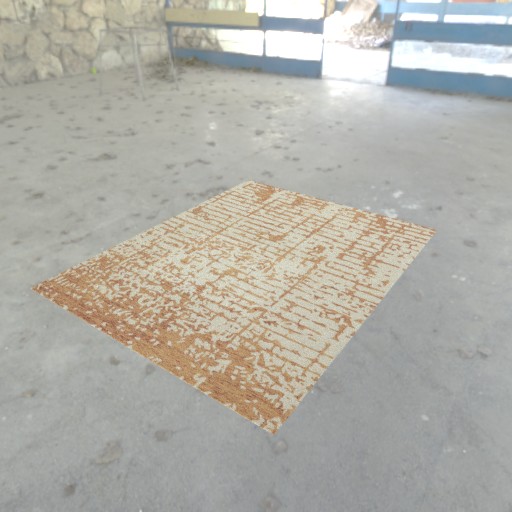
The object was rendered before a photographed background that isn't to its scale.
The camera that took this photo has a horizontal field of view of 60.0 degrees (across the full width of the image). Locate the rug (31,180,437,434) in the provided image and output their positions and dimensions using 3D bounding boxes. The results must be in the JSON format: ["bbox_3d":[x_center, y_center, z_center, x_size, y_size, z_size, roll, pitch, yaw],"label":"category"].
[{"bbox_3d":[0.000,0.000,4.144,2.441,0.011,3.050,20,36,30],"label":"rug"}]
